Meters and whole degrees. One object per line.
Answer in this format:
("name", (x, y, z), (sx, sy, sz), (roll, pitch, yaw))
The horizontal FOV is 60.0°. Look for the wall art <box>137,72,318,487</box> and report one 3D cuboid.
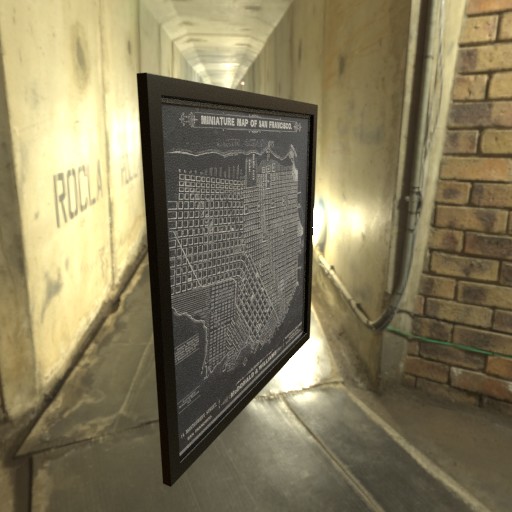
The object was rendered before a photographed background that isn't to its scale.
("wall art", (0.000, 0.000, 0.665), (0.012, 0.458, 0.457), (8, 17, 27))
